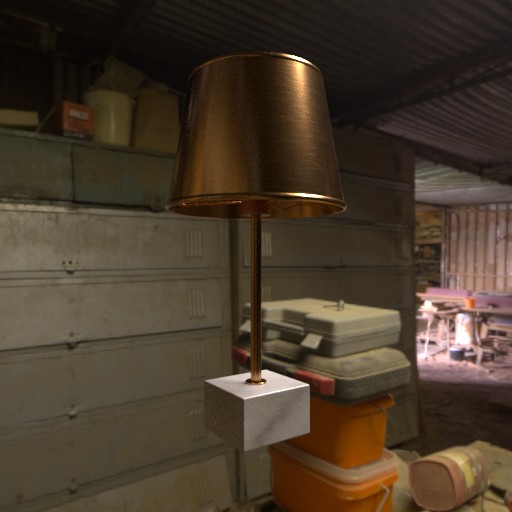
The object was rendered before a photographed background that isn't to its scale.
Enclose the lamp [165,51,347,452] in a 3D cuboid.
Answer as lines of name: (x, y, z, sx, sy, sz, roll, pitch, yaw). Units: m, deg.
lamp: (0.000, 0.000, 0.517, 0.208, 0.406, 0.208, 0, 0, 0)
